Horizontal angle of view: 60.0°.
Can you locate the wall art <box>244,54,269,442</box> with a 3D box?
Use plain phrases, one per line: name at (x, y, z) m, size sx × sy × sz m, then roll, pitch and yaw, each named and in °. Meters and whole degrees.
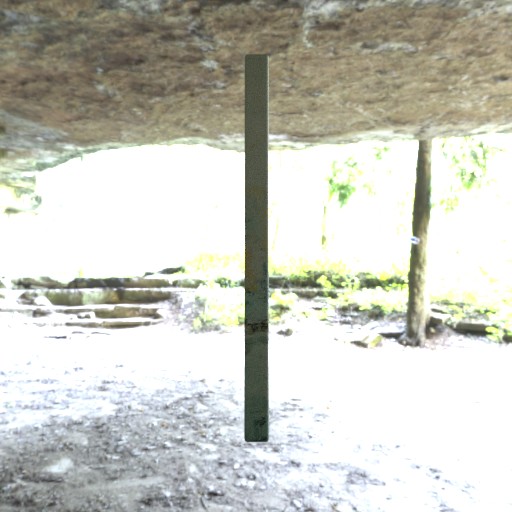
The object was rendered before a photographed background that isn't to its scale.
wall art at (0.000, 0.000, 1.148) m, size 0.038 × 0.609 × 0.913 m, roll 0°, pitch -2°, yaw 0°
